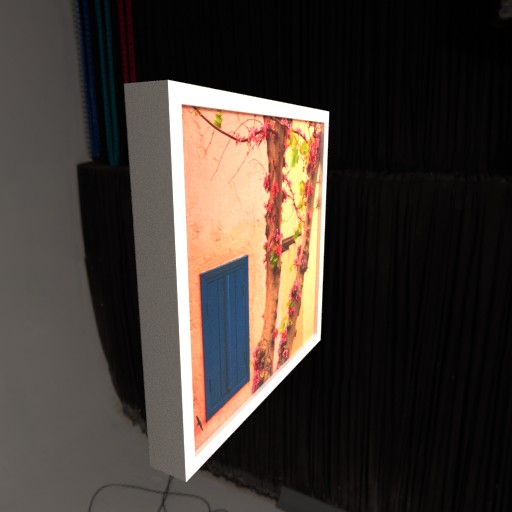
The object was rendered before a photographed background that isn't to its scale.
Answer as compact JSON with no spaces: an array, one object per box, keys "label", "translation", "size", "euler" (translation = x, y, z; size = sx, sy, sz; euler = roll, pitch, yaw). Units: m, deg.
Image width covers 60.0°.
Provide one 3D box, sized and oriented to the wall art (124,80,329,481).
[{"label":"wall art","translation":[0.000,0.000,0.457],"size":[0.038,0.302,0.305],"euler":[7,16,28]}]
